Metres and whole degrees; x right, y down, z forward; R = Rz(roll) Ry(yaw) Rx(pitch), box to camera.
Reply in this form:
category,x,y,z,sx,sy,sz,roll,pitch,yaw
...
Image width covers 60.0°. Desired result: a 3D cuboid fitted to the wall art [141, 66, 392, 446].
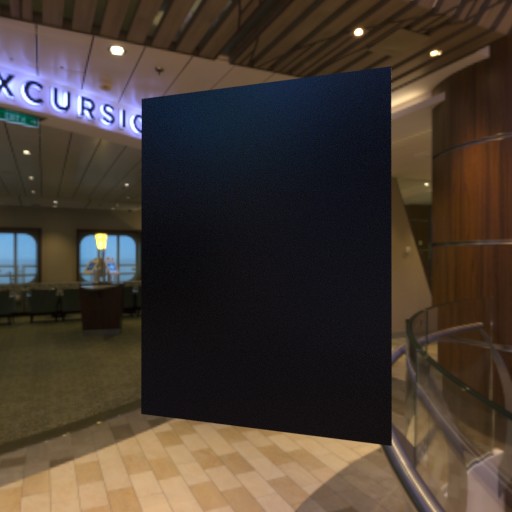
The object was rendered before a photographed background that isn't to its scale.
category,x,y,z,sx,sy,sz,roll,pitch,yaw
wall art,0.000,0.000,0.756,0.442,0.582,0.013,0,0,18
